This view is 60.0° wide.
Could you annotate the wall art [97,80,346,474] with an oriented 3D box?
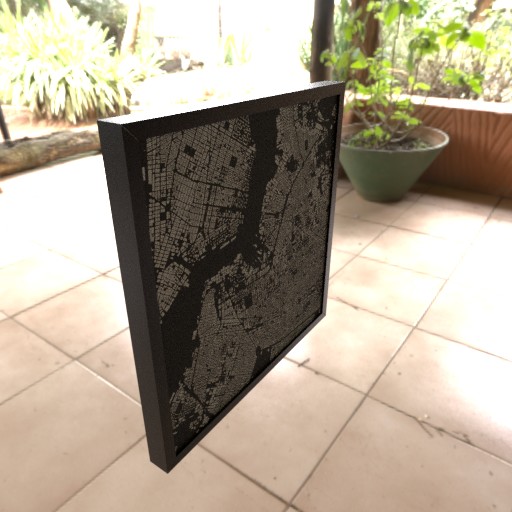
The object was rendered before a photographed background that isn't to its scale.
[{"bbox_3d":[0.000,0.000,0.738,0.038,0.506,0.506,18,32,31],"label":"wall art"}]
